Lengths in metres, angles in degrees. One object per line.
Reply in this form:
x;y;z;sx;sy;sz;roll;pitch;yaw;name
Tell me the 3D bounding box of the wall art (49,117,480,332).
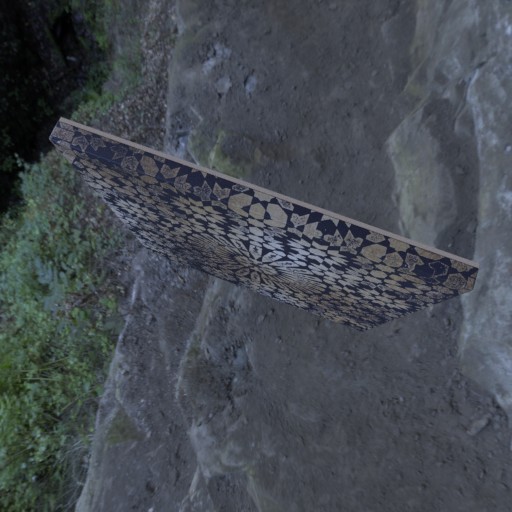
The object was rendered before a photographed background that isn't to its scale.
0.000;0.000;0.896;0.612;0.612;0.038;20;76;5;wall art
